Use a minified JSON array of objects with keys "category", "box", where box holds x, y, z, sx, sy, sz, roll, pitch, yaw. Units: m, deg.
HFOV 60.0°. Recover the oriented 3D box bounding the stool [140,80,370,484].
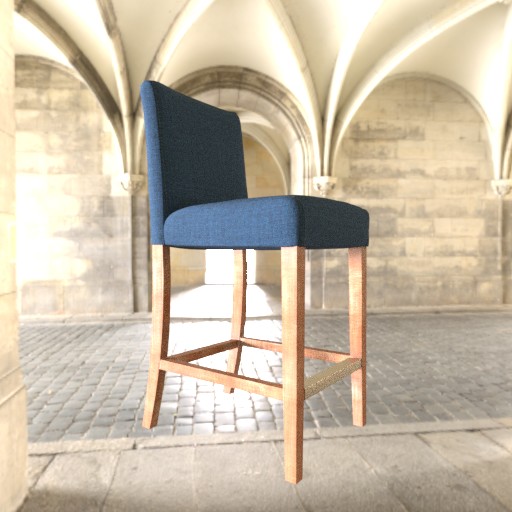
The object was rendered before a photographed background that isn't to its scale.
[{"category":"stool","box":[0.000,0.000,1.340,0.567,1.039,0.454,1,2,35]}]
